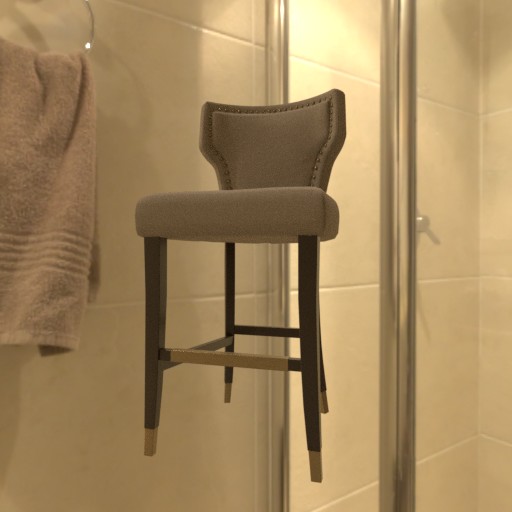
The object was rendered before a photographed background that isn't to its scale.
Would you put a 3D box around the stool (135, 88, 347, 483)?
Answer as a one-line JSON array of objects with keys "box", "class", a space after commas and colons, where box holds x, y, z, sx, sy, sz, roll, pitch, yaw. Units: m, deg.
[{"box": [0.000, 0.000, 1.373, 0.526, 1.092, 0.563, 0, 1, 17], "class": "stool"}]
